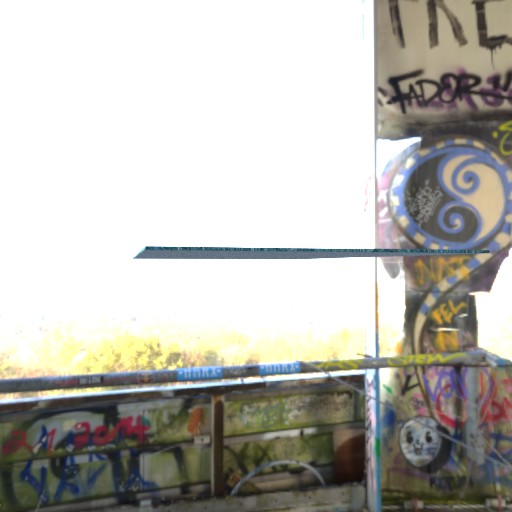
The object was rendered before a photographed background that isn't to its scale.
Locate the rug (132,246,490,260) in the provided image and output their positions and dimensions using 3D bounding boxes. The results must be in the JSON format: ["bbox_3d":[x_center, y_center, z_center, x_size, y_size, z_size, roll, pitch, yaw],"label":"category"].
[{"bbox_3d":[0.000,0.000,2.842,1.490,0.015,2.277,0,-1,-17],"label":"rug"}]
